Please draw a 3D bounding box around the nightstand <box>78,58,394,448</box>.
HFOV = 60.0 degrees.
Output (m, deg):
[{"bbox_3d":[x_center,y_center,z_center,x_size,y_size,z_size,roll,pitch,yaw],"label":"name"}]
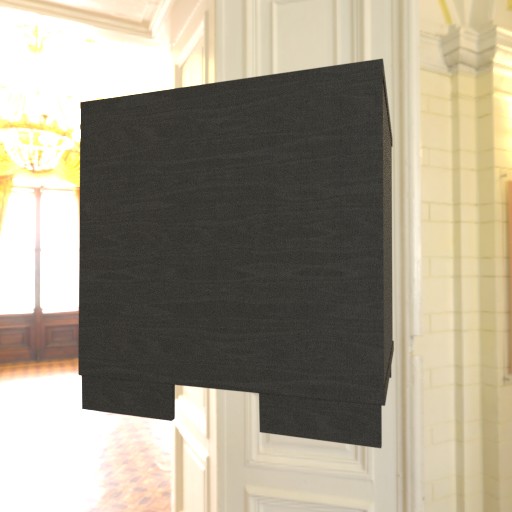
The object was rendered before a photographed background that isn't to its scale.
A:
[{"bbox_3d":[0.000,0.000,0.737,0.427,0.448,0.347,0,-1,19],"label":"nightstand"}]
